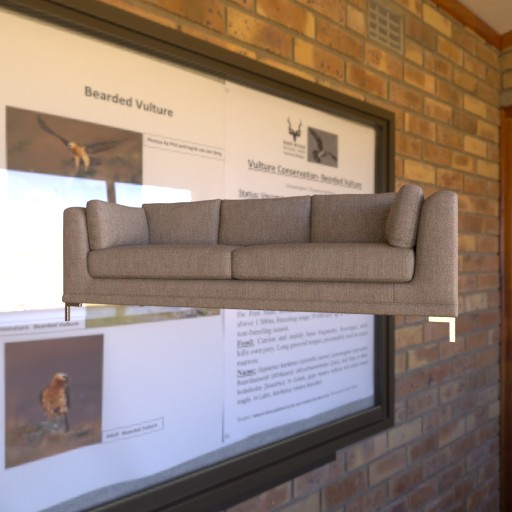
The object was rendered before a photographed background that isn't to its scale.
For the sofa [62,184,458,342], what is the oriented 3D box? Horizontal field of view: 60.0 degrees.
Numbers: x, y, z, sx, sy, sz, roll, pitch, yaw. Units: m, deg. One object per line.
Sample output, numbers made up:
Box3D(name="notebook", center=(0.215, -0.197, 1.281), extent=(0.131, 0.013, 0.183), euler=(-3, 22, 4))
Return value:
Box3D(name="sofa", center=(0.000, 0.000, 3.014), extent=(2.415, 0.867, 0.969), euler=(0, 0, 18))
